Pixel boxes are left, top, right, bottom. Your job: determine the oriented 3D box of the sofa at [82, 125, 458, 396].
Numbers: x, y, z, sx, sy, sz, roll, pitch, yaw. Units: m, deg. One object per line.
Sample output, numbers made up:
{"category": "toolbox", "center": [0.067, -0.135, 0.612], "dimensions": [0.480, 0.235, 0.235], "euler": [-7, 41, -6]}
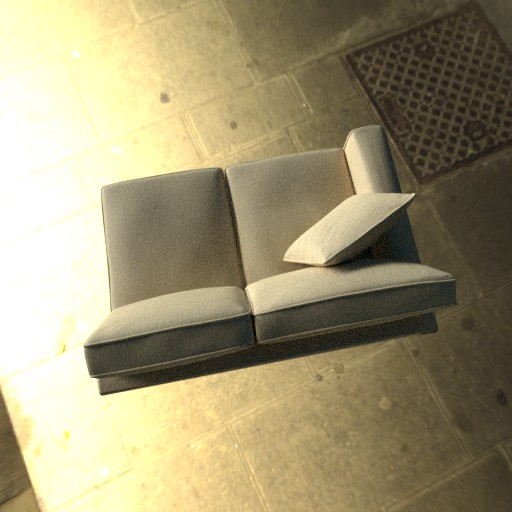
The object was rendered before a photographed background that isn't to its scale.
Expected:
{"category": "sofa", "center": [0.000, 0.000, 2.065], "dimensions": [1.388, 0.989, 0.991], "euler": [-10, 76, -3]}
